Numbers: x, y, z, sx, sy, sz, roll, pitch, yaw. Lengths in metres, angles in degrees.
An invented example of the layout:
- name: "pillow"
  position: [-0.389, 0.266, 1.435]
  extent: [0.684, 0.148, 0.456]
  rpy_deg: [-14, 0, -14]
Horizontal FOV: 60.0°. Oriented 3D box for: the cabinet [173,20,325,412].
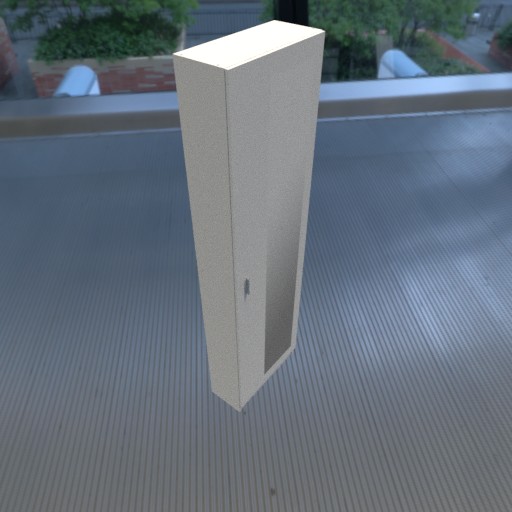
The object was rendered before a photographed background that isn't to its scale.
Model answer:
- name: "cabinet"
  position: [0.000, 0.000, 1.985]
  extent: [0.230, 1.790, 0.500]
  rpy_deg: [28, 48, 28]
